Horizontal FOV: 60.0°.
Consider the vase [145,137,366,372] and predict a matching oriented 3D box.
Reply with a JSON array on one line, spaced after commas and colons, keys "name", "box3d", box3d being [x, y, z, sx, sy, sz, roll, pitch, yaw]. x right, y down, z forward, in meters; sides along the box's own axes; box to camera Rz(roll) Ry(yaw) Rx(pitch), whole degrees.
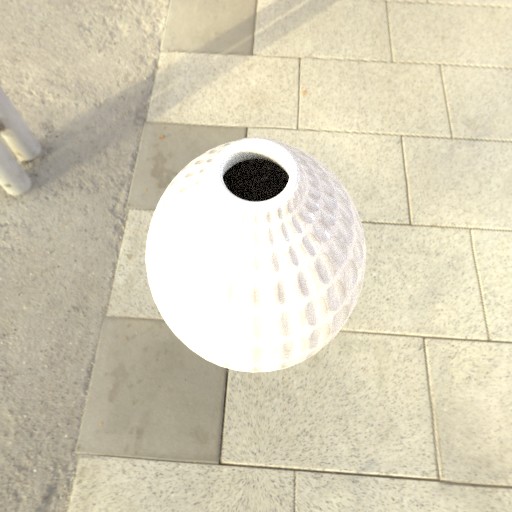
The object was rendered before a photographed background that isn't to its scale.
[{"name": "vase", "box3d": [0.000, 0.000, 0.262, 0.128, 0.167, 0.128, 0, 65, 0]}]
